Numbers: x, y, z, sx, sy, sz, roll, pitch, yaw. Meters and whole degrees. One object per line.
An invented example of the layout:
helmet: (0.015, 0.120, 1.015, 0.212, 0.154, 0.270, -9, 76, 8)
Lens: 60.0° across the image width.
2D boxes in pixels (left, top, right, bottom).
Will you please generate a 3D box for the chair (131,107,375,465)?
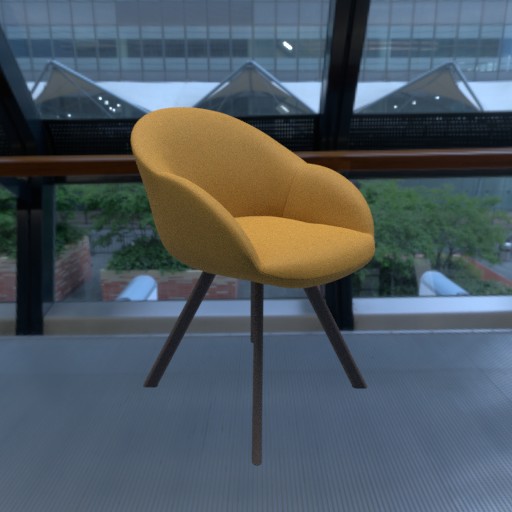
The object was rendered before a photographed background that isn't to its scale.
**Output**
chair: (0.000, 0.000, 1.202, 0.583, 0.793, 0.551, 14, 20, 43)
